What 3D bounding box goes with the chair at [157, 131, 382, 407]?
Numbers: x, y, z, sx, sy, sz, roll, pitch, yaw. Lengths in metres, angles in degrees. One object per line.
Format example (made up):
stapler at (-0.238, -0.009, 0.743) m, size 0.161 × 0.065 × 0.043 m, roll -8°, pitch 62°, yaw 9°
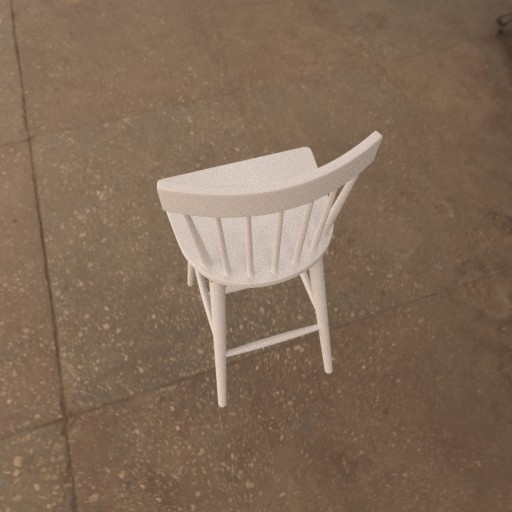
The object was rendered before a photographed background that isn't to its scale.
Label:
chair at (0.000, 0.000, 1.404) m, size 0.483 × 1.092 × 0.572 m, roll -15°, pitch 59°, yaw -9°
